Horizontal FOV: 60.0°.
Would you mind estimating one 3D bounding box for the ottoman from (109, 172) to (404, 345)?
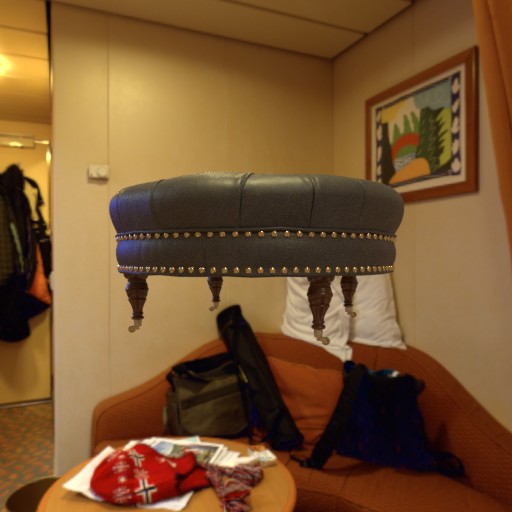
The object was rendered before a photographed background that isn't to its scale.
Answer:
[{"bbox_3d":[0.000,0.000,1.420,0.901,0.439,0.901,0,0,0],"label":"ottoman"}]
